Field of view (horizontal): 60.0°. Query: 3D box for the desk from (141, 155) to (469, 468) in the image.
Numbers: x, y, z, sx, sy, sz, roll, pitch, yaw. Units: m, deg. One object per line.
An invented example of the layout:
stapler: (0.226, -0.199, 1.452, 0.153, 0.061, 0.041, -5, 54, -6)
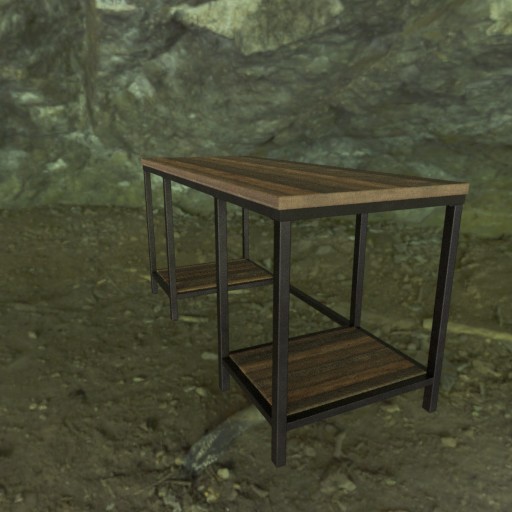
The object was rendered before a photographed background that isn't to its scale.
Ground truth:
desk: (0.000, 0.000, 1.909, 0.617, 0.753, 1.538, -7, 18, -24)
